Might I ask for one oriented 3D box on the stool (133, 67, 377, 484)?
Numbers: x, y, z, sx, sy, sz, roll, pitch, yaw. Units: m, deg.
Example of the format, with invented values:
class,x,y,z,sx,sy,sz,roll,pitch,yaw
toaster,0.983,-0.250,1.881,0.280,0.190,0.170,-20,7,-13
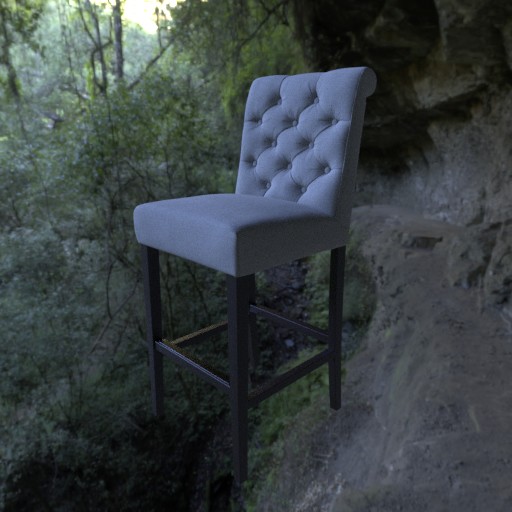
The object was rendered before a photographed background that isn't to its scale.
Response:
class,x,y,z,sx,sy,sz,roll,pitch,yaw
stool,0.000,0.000,1.435,0.601,1.140,0.493,-16,23,-42
